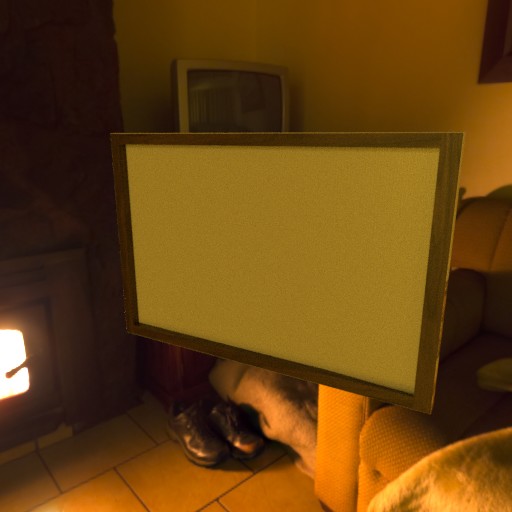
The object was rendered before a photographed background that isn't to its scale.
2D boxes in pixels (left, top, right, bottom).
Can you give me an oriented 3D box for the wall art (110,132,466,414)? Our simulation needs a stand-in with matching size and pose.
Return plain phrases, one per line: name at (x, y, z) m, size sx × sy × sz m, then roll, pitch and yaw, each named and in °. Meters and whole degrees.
wall art at (0.000, 0.000, 1.422) m, size 1.138 × 0.761 × 0.051 m, roll 8°, pitch 17°, yaw 27°
